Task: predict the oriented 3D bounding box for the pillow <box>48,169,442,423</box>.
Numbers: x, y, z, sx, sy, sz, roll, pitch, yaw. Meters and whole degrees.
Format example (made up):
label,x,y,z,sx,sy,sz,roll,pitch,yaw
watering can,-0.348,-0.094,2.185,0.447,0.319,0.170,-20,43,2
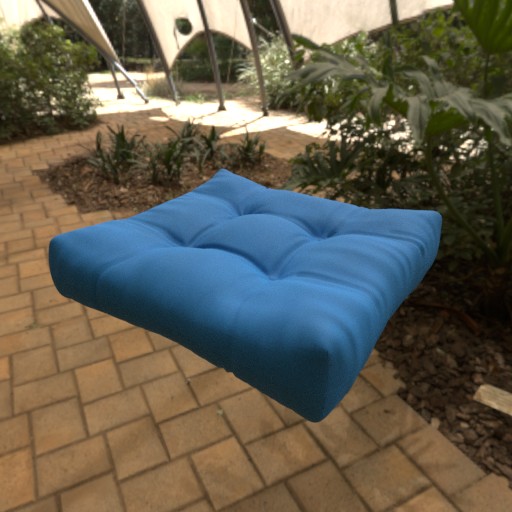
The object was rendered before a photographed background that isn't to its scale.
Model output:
label,x,y,z,sx,sy,sz,roll,pitch,yaw
pillow,0.000,0.000,0.734,0.490,0.128,0.468,17,32,30
